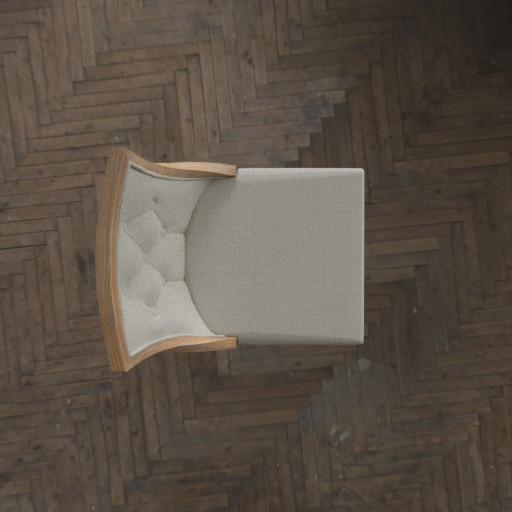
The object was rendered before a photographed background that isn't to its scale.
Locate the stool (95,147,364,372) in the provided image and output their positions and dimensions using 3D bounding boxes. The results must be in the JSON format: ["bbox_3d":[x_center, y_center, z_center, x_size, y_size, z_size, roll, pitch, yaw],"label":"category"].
[{"bbox_3d":[0.000,0.000,1.408,0.626,1.101,0.524,0,91,0],"label":"stool"}]
